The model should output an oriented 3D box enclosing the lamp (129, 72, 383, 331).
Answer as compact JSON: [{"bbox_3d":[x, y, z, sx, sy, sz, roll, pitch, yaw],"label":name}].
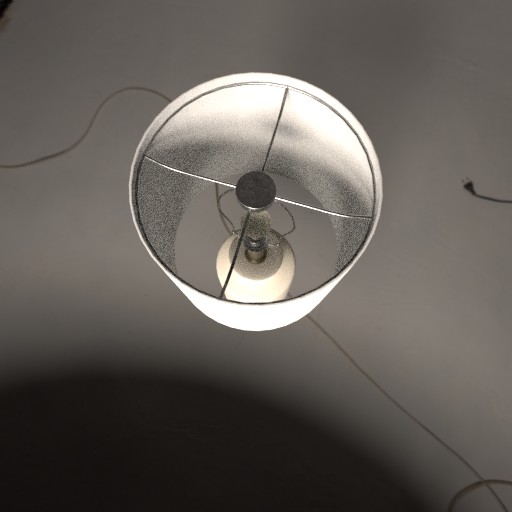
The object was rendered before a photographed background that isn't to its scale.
[{"bbox_3d":[0.000,0.000,0.608,0.212,0.493,0.212,16,76,4],"label":"lamp"}]
